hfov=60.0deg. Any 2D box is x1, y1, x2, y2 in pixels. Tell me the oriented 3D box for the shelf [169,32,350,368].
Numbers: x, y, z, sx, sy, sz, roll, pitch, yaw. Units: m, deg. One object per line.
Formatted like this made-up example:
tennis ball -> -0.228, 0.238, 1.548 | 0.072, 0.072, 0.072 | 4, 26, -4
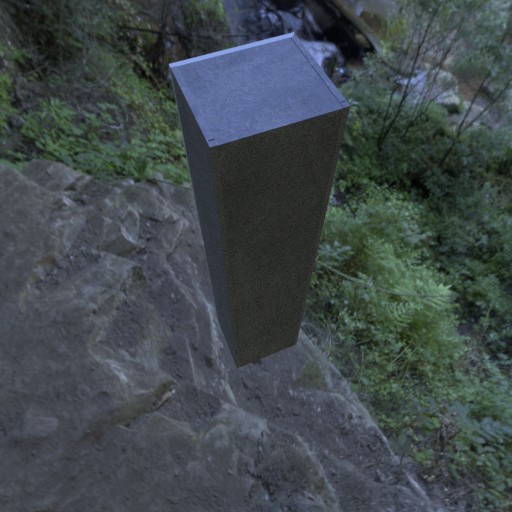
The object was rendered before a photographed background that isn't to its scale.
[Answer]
shelf -> 0.000, 0.000, 1.528 | 0.300, 1.400, 0.270 | -20, 61, -11
